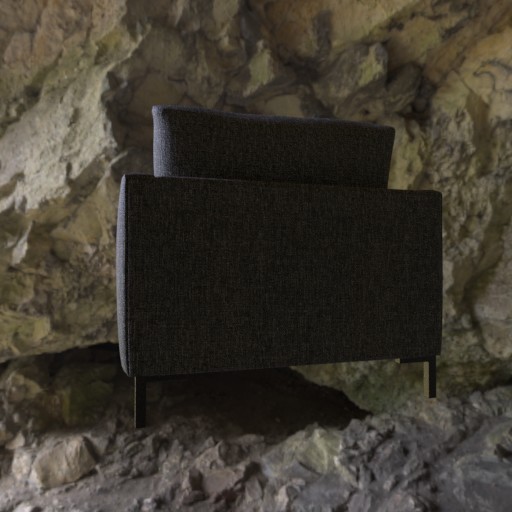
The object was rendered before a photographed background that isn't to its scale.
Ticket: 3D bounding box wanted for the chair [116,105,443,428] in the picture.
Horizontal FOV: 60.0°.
[{"bbox_3d":[0.000,0.000,1.612,0.963,0.861,0.866,0,-1,-17],"label":"chair"}]
